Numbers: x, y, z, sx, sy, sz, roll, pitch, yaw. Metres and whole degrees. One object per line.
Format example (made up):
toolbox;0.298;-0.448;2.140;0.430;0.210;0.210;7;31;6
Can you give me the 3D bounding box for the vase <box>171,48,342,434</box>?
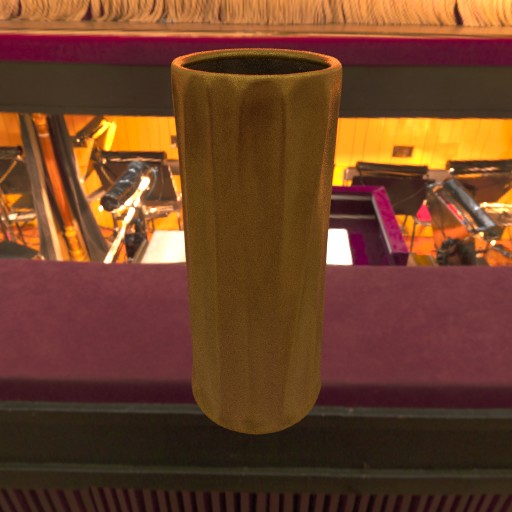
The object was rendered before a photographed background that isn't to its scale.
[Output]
vase;0.000;0.000;0.174;0.061;0.143;0.061;0;32;0
